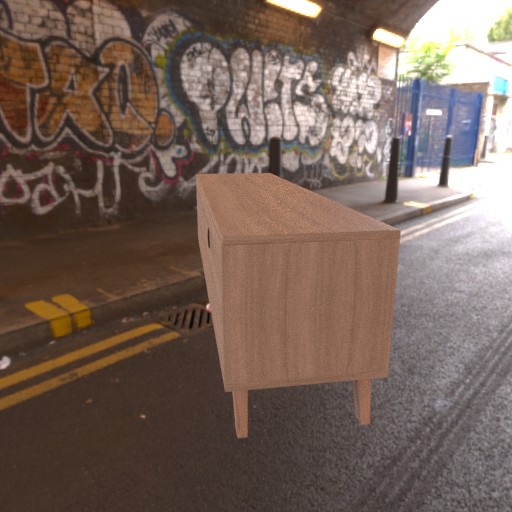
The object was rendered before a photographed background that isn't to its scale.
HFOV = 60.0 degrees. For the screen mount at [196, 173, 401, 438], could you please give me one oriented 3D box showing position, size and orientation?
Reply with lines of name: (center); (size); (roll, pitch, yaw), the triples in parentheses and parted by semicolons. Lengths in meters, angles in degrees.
screen mount: (0.000, 0.000, 1.728); (0.401, 0.509, 1.500); (-3, 16, -9)
